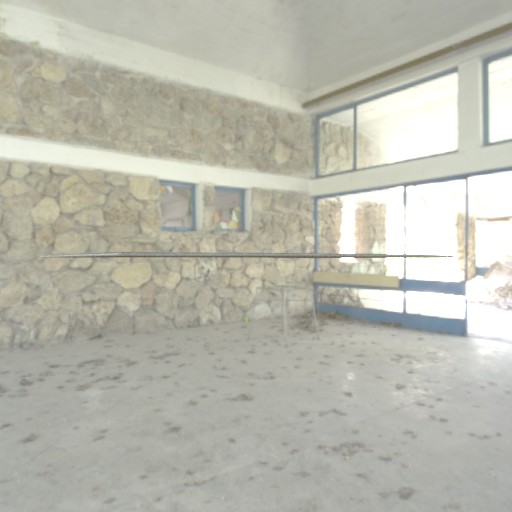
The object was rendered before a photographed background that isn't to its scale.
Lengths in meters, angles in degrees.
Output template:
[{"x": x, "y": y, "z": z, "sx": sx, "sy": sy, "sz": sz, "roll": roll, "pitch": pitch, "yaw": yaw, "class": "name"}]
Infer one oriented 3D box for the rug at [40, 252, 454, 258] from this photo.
[{"x": 0.000, "y": 0.000, "z": 3.114, "sx": 2.498, "sy": 0.022, "sz": 1.535, "roll": 0, "pitch": -1, "yaw": -37, "class": "rug"}]
